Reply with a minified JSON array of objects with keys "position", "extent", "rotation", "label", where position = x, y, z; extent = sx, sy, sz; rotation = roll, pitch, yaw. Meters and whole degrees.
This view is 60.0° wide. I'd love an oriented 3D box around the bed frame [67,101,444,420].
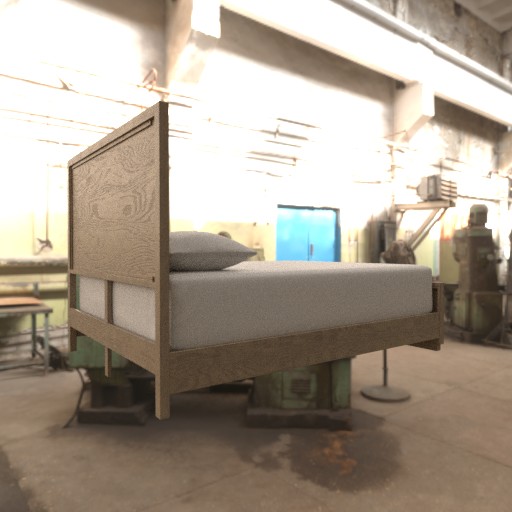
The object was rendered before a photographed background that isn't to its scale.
[{"position":[0.000,0.000,3.193],"extent":[2.189,1.369,1.606],"rotation":[-1,1,-36],"label":"bed frame"}]
